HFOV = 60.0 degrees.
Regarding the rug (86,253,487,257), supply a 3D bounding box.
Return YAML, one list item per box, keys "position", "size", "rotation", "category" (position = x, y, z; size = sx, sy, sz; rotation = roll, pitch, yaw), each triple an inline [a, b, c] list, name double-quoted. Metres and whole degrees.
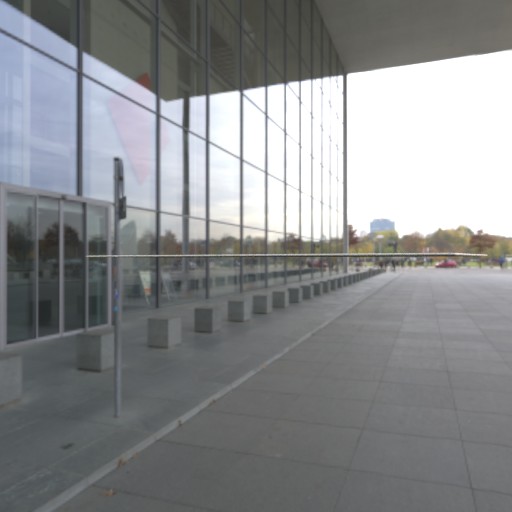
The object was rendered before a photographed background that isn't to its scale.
- position: [0.000, 0.000, 2.720]
  size: [2.435, 0.009, 0.750]
  rotation: [0, -1, 36]
  category: "rug"
